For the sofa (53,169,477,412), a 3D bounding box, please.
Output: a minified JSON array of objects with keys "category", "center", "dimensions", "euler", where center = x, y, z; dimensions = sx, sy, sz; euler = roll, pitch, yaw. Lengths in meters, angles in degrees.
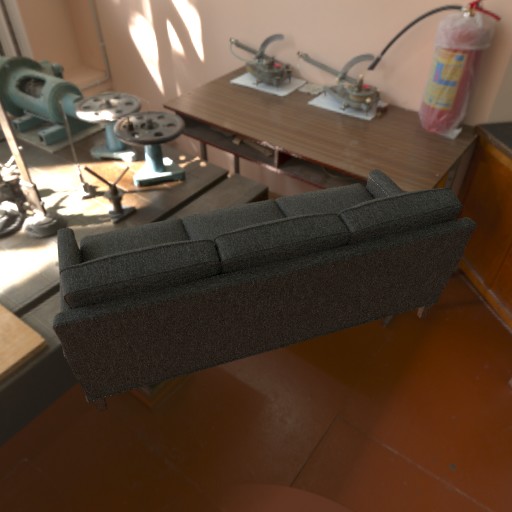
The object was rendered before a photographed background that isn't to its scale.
[{"category":"sofa","center":[0.000,0.000,2.716],"dimensions":[2.246,1.003,1.084],"euler":[-13,43,-14]}]
